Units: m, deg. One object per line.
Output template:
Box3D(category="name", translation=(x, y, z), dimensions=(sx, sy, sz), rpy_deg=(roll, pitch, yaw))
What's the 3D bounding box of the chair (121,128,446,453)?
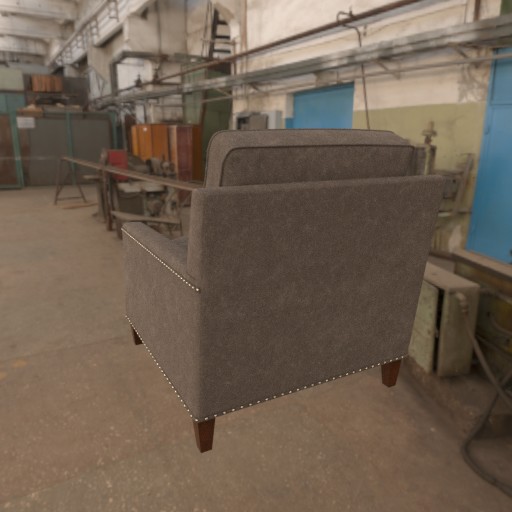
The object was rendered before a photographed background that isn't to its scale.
Box3D(category="chair", translation=(0.000, 0.000, 1.730), dimensions=(0.853, 0.948, 1.014), rpy_deg=(-8, 17, -27))
